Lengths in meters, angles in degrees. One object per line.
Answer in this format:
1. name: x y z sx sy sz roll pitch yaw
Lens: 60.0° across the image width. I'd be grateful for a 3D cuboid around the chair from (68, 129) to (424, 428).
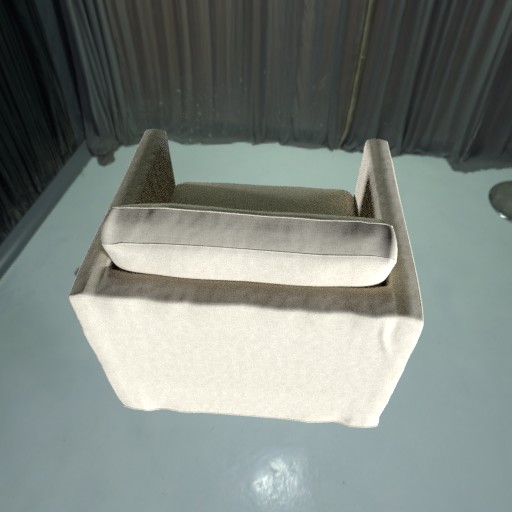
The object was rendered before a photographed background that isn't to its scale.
1. chair: 0.000 0.000 1.749 1.057 0.867 0.949 3 46 3
